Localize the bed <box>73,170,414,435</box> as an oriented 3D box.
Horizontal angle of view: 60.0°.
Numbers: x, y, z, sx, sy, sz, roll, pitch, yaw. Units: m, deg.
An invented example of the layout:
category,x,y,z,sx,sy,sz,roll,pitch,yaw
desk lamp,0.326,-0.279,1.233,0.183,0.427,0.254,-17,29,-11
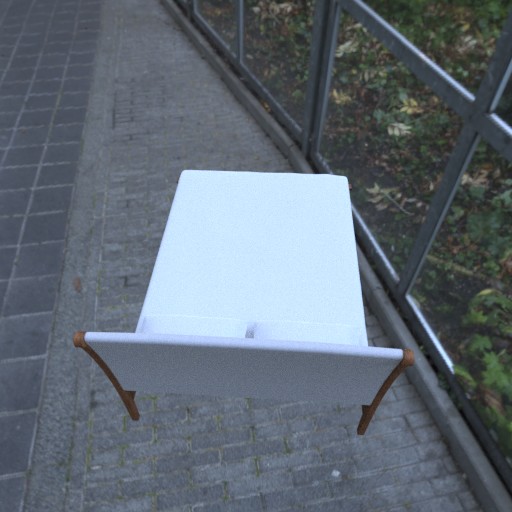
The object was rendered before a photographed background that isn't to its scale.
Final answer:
category,x,y,z,sx,sy,sz,roll,pitch,yaw
bed,0.000,0.000,2.989,1.502,1.135,2.108,3,48,3
